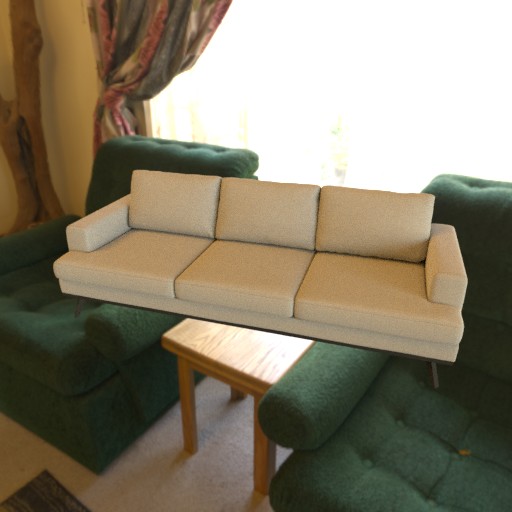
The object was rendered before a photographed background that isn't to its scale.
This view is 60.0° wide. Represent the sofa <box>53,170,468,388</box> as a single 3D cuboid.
[{"bbox_3d":[0.000,0.000,2.740,2.310,0.810,0.920,8,26,16],"label":"sofa"}]
